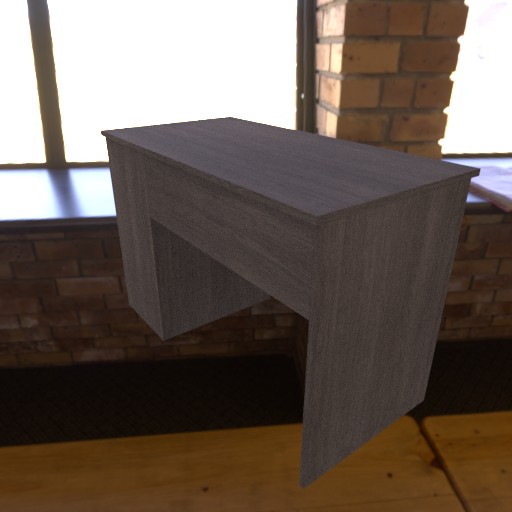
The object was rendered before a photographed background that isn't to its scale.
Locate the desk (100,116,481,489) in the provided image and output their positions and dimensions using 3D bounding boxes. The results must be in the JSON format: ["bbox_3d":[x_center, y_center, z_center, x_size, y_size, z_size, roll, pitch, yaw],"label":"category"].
[{"bbox_3d":[0.000,0.000,1.493,0.560,0.735,1.097,-18,31,-33],"label":"desk"}]
